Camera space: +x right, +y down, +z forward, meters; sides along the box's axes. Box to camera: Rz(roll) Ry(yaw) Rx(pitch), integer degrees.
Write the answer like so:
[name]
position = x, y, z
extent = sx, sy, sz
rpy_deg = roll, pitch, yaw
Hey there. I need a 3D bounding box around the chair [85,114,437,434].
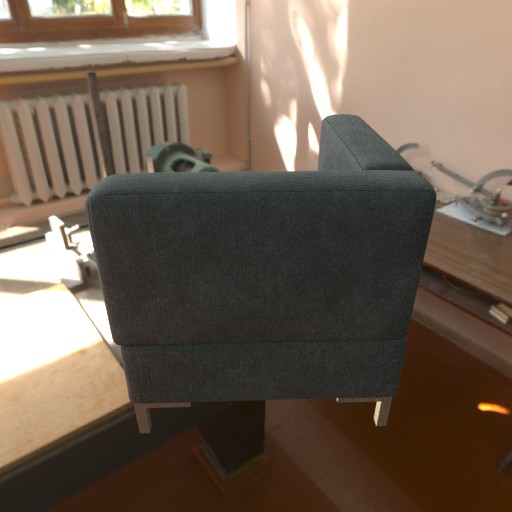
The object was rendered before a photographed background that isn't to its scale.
[chair]
position = 0.000, 0.000, 1.241
extent = 0.680, 0.660, 0.680
rpy_deg = -1, 30, -2
